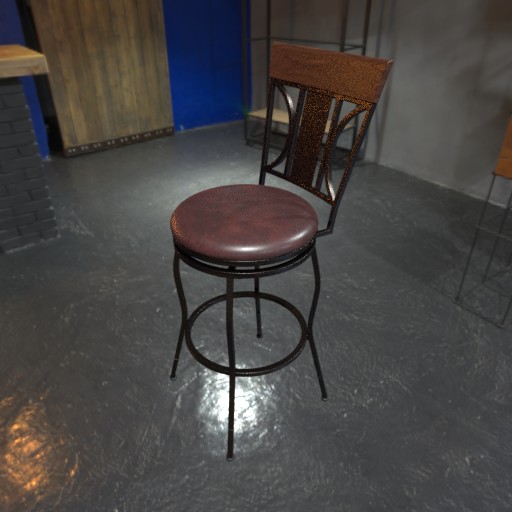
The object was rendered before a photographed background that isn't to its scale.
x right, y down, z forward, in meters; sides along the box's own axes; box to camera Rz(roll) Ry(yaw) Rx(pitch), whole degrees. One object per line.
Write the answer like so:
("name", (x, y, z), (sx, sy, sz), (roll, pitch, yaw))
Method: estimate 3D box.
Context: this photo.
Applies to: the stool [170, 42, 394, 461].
("stool", (0.000, 0.000, 1.368), (0.513, 1.130, 0.448), (-20, 37, -29))
